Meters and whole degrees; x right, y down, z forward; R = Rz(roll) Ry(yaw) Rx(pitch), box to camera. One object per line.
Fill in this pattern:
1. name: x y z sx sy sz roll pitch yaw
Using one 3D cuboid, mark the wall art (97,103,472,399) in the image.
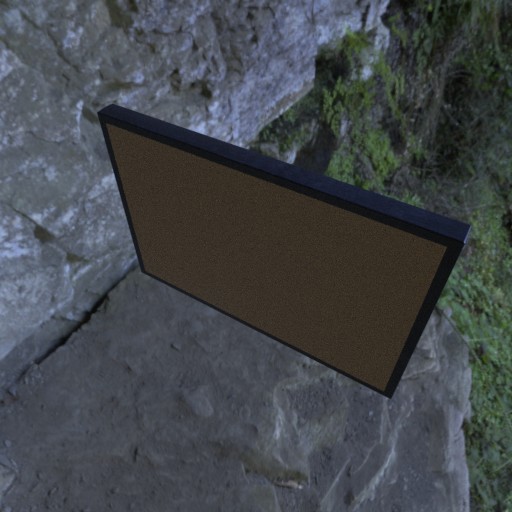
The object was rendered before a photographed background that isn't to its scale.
1. wall art: 0.000 0.000 0.798 0.610 0.409 0.038 24 51 21
